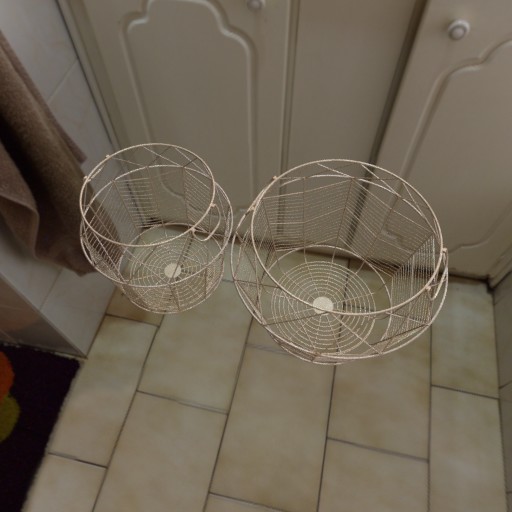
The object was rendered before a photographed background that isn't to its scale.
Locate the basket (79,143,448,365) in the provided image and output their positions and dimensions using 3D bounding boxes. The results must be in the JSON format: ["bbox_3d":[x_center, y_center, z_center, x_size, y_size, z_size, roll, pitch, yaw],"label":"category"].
[{"bbox_3d":[0.000,0.000,1.017,0.805,0.343,0.451,13,59,8],"label":"basket"}]
